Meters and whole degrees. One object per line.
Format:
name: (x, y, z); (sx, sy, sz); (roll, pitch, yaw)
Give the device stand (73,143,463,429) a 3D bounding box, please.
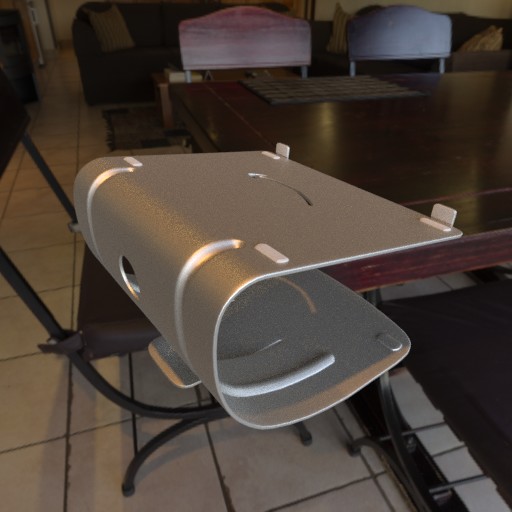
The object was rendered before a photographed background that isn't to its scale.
device stand: (0.000, 0.000, 0.403); (0.236, 0.155, 0.256); (-21, 37, -31)
